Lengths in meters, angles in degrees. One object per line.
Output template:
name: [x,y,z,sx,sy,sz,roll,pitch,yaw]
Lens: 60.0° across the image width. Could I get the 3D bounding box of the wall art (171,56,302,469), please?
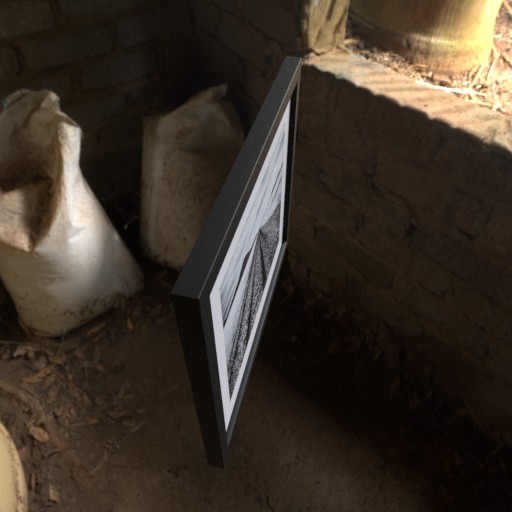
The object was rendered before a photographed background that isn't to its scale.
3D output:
wall art: [0.000,0.000,0.765,0.029,0.458,0.559,10,47,10]
